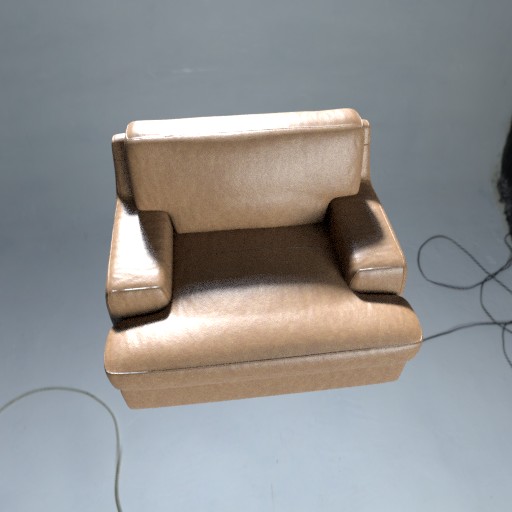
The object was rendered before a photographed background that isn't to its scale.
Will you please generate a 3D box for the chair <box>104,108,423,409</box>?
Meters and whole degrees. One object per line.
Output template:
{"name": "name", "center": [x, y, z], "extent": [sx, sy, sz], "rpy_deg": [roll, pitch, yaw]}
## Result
{"name": "chair", "center": [0.000, 0.000, 1.981], "extent": [1.276, 0.978, 1.050], "rpy_deg": [-5, 47, -4]}
